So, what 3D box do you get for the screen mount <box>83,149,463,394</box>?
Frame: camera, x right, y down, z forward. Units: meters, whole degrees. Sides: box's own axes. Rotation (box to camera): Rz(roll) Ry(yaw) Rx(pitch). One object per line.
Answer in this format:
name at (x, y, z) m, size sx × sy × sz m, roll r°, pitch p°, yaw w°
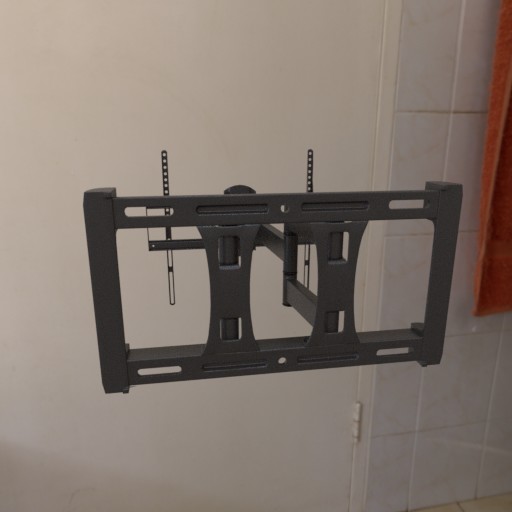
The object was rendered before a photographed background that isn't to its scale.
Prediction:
screen mount at (0.000, 0.000, 0.956) m, size 0.571 × 0.424 × 0.556 m, roll -3°, pitch 16°, yaw -9°
